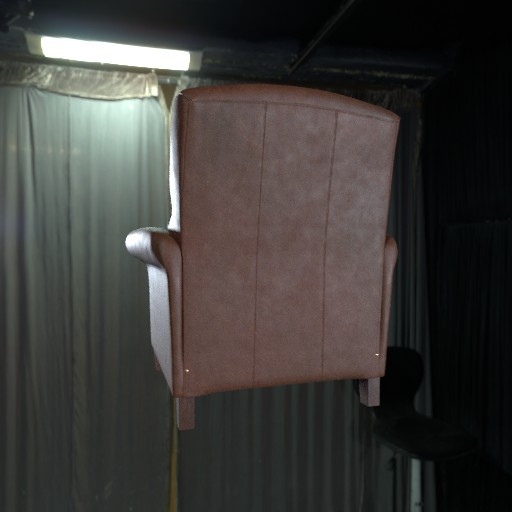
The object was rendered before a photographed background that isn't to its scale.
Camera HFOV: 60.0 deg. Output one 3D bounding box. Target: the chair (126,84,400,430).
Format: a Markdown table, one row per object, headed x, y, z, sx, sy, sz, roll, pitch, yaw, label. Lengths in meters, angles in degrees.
| x | y | z | sx | sy | sz | roll | pitch | yaw | label |
| --- | --- | --- | --- | --- | --- | --- | --- | --- | --- |
| 0.000 | 0.000 | 1.777 | 0.978 | 1.061 | 0.902 | 0 | 1 | -18 | chair |
